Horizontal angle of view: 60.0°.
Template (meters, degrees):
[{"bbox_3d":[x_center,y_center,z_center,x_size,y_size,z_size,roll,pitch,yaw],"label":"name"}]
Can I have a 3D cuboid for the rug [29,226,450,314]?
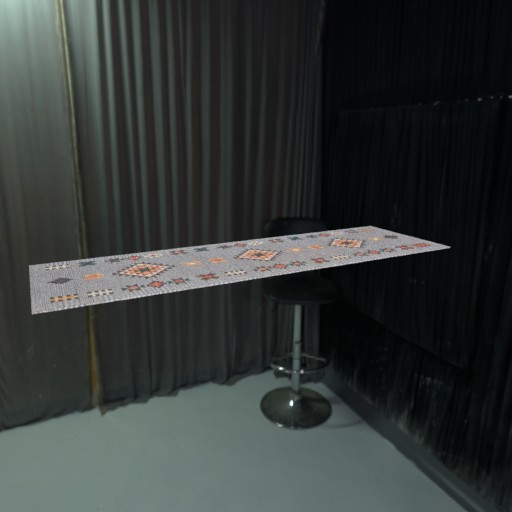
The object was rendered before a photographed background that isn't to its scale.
[{"bbox_3d":[0.000,0.000,2.661,2.432,0.008,0.766,-8,17,-26],"label":"rug"}]
